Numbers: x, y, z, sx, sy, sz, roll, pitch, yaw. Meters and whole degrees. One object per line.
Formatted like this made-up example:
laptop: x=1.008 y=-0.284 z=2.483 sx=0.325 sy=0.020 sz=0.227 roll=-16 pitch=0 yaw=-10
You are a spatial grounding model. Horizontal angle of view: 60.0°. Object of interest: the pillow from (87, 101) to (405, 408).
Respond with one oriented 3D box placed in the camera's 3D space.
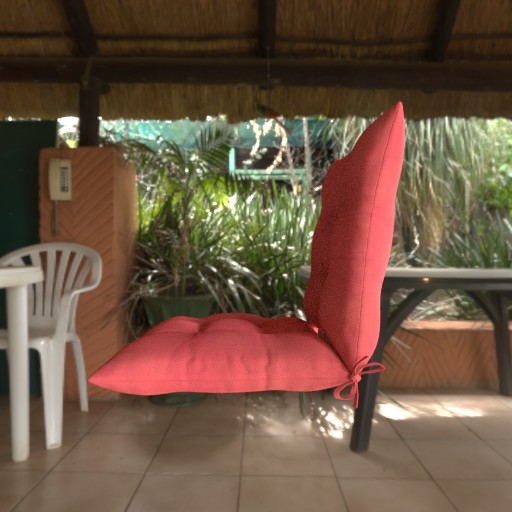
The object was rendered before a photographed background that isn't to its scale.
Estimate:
pillow: x=0.000 y=0.000 z=1.012 sx=0.585 sy=0.536 sz=0.541 roll=0 pitch=0 yaw=-1
